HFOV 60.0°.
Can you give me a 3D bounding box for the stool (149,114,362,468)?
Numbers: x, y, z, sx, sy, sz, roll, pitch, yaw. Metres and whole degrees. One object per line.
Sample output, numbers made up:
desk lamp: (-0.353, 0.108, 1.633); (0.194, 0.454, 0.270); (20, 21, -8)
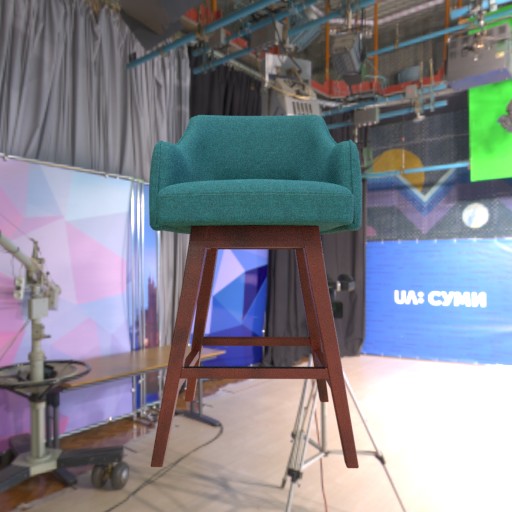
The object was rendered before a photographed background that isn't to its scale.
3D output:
stool: (0.000, 0.000, 1.275); (0.548, 0.961, 0.556); (0, 0, 1)
